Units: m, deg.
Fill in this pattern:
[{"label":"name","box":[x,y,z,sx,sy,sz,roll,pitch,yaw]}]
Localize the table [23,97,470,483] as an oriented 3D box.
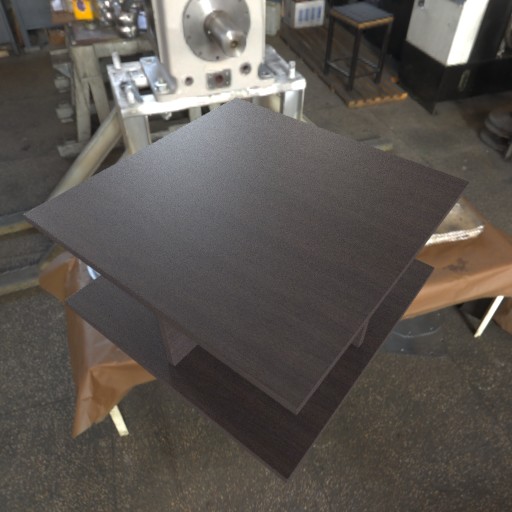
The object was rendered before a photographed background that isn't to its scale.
[{"label":"table","box":[0.000,0.000,1.201,0.762,0.396,0.762,29,52,26]}]
